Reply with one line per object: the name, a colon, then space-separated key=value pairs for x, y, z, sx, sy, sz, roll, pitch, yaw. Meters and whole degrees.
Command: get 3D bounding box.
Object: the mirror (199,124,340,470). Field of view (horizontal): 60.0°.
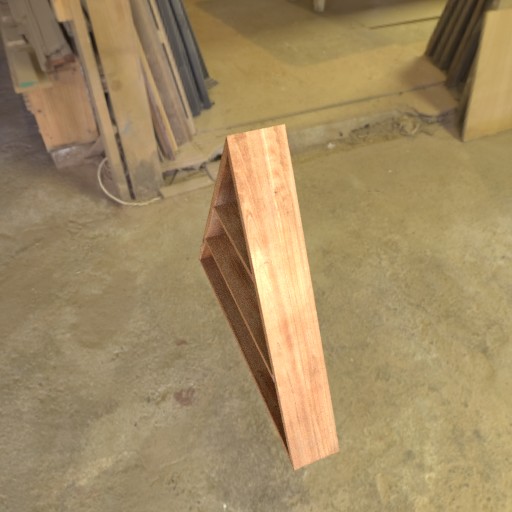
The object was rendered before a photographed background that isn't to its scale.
mirror: x=0.000 y=0.000 z=0.883 sx=0.100 sy=0.548 sz=0.631 roll=-16 pitch=46 yaw=-16
